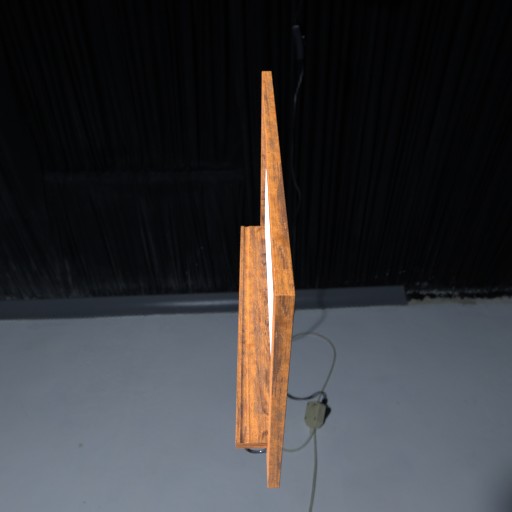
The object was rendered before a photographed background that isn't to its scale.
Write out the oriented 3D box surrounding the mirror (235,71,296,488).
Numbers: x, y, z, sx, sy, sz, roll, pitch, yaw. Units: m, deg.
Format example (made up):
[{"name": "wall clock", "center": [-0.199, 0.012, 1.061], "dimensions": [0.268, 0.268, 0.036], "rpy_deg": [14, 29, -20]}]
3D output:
[{"name": "mirror", "center": [0.000, 0.000, 0.971], "dimensions": [0.084, 0.537, 0.758], "rpy_deg": [0, 41, 0]}]
